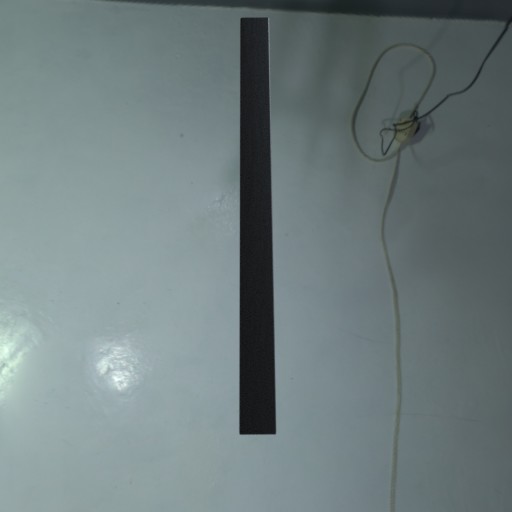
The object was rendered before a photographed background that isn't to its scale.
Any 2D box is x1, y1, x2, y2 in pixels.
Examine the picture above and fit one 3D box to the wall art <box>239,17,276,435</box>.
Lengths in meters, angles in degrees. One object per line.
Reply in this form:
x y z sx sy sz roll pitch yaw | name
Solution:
0.000 0.000 0.756 0.037 0.508 0.508 0 75 0 | wall art
